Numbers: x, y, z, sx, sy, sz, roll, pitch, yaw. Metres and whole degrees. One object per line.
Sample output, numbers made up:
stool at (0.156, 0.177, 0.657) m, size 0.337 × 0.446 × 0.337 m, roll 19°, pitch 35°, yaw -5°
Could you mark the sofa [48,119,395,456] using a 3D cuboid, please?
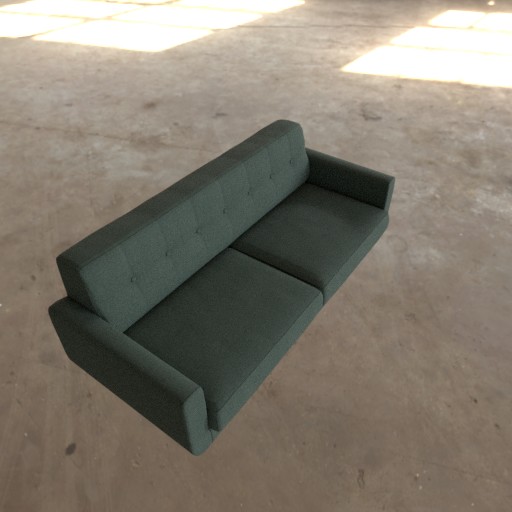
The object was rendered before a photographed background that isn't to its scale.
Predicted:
sofa at (0.000, 0.000, 2.539) m, size 0.909 × 0.841 × 2.029 m, roll 25°, pitch 47°, yaw 26°
